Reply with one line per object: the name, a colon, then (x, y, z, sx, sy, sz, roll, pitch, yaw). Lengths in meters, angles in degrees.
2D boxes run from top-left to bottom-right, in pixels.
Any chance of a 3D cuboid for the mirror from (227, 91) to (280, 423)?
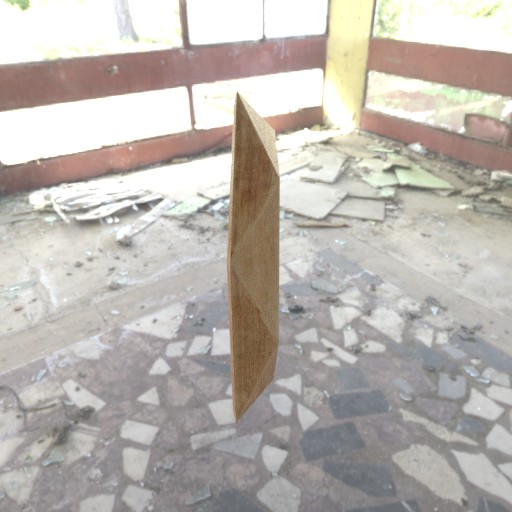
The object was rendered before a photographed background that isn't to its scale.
mirror: (0.000, 0.000, 1.094, 0.091, 0.779, 0.675, 0, 32, 0)
